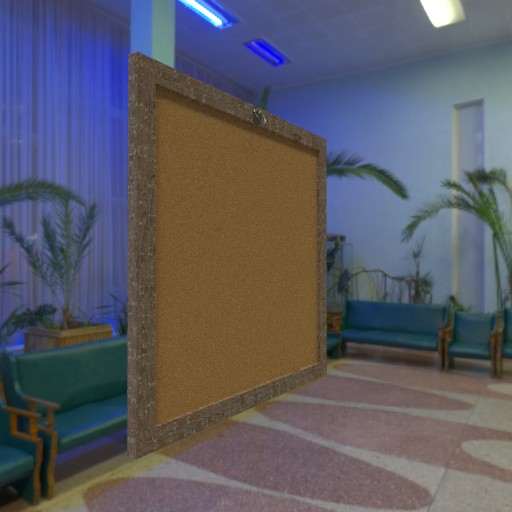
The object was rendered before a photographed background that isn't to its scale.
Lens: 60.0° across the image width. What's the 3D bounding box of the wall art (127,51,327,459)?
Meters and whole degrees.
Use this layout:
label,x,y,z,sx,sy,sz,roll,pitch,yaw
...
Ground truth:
label,x,y,z,sx,sy,sz,roll,pitch,yaw
wall art,0.000,0.000,0.567,0.022,0.380,0.380,0,-1,36
